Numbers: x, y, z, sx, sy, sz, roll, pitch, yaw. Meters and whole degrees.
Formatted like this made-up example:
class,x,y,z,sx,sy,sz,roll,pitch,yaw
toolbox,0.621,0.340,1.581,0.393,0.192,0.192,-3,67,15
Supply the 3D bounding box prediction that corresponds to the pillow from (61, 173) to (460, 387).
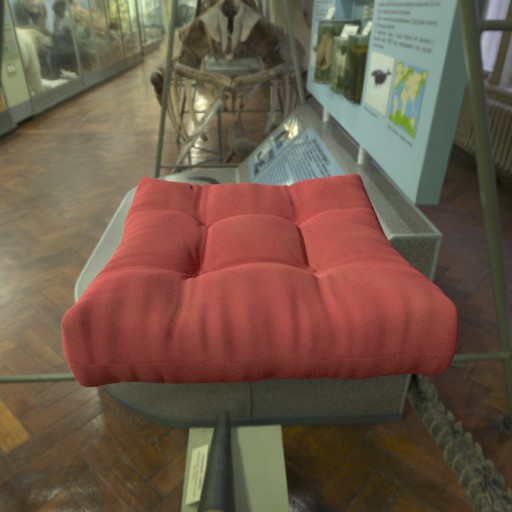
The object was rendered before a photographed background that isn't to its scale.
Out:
class,x,y,z,sx,sy,sz,roll,pitch,yaw
pillow,0.000,0.000,0.711,0.468,0.128,0.490,-1,28,-2
